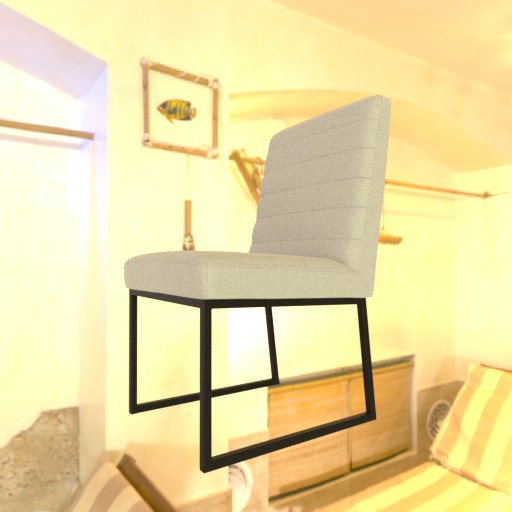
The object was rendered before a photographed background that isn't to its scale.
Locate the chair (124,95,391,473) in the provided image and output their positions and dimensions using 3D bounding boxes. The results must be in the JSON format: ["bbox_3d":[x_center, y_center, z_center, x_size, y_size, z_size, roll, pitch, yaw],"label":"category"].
[{"bbox_3d":[0.000,0.000,1.304,0.634,0.930,0.520,0,-1,-35],"label":"chair"}]
